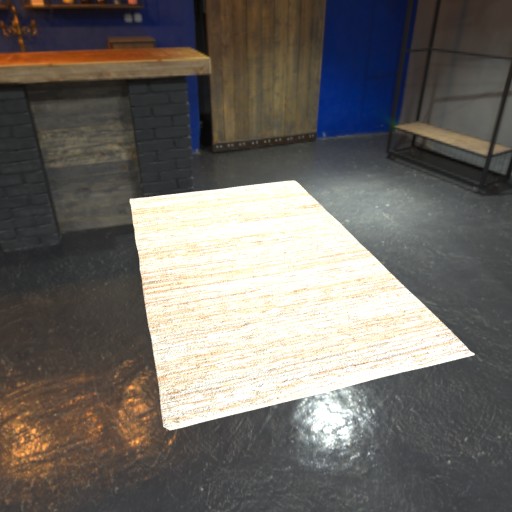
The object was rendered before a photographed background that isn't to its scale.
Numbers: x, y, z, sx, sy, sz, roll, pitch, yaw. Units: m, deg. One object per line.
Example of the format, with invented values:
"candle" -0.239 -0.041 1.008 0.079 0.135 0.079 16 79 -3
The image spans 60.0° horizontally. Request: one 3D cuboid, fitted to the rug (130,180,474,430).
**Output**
"rug" 0.000 0.000 3.000 1.529 0.009 2.446 -9 32 -15
